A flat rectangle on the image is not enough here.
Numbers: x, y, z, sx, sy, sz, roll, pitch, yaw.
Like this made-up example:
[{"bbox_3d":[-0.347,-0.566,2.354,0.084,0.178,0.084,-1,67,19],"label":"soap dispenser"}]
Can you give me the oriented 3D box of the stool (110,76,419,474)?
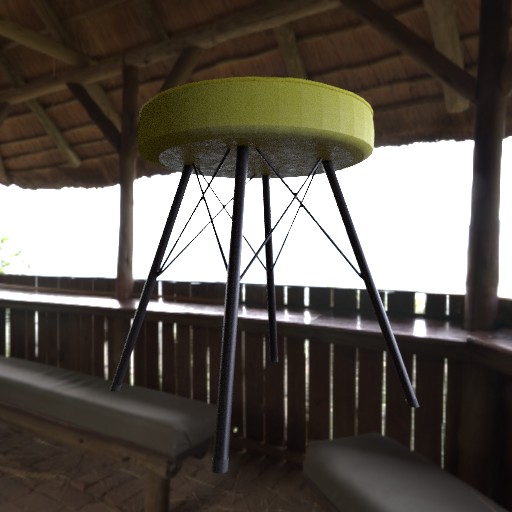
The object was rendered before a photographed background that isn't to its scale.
[{"bbox_3d":[0.000,0.000,0.794,0.409,0.508,0.409,0,0,-36],"label":"stool"}]
